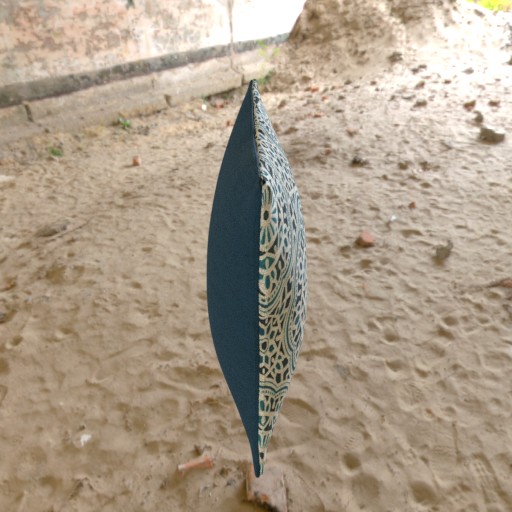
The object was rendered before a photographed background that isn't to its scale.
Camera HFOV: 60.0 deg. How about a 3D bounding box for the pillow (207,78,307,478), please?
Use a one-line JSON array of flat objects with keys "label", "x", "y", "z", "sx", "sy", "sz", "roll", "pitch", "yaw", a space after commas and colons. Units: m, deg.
[{"label": "pillow", "x": 0.000, "y": 0.000, "z": 0.657, "sx": 0.145, "sy": 0.420, "sz": 0.440, "roll": -1, "pitch": 32, "yaw": -1}]
